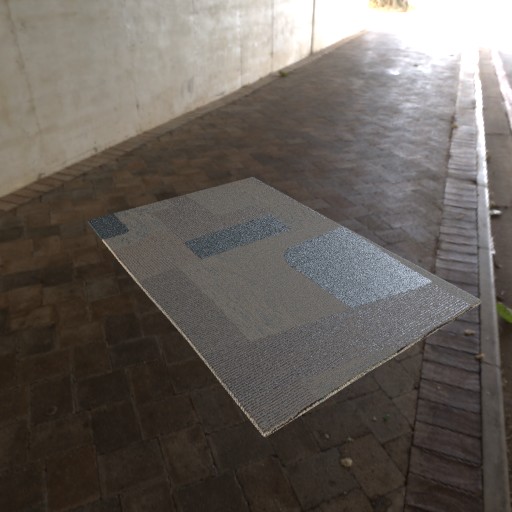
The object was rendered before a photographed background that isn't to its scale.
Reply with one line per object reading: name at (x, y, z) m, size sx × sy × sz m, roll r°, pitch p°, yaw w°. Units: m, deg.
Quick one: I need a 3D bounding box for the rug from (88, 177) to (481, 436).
rug at (0.000, 0.000, 2.373) m, size 1.238 × 0.020 × 1.847 m, roll -20°, pitch 37°, yaw -29°
